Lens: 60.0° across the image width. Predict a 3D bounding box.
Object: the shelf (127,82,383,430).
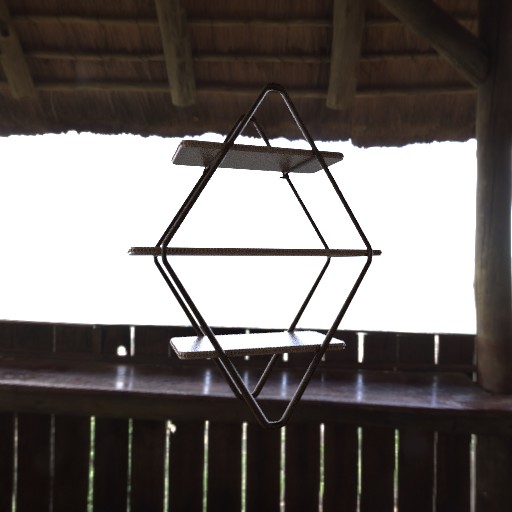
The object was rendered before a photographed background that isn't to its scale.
[{"bbox_3d":[0.000,0.000,1.092,0.609,0.774,0.234,0,-1,-17],"label":"shelf"}]
